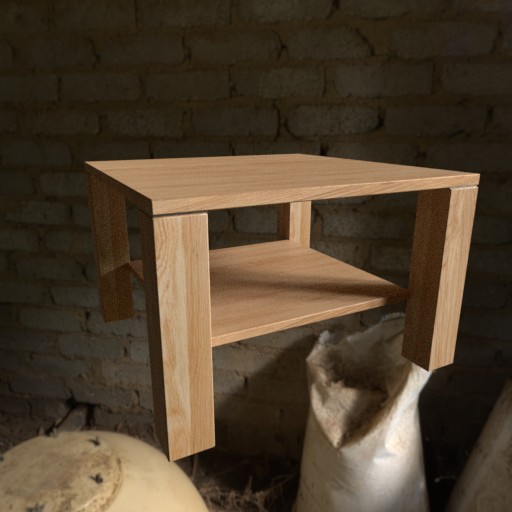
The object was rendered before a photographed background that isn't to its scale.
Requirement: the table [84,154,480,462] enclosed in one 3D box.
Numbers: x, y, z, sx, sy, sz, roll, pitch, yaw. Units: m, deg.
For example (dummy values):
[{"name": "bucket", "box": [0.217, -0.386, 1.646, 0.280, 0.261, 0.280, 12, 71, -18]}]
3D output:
[{"name": "table", "box": [0.000, 0.000, 1.139, 0.700, 0.450, 0.700, -9, 19, -26]}]
